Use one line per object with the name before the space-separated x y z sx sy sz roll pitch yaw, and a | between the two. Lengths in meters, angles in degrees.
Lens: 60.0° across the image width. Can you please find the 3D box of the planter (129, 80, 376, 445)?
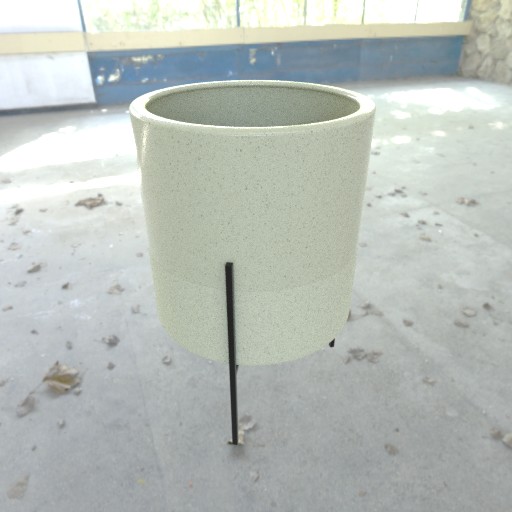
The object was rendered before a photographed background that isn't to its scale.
planter | 0.000 0.000 0.698 0.323 0.475 0.314 -11 32 -18
